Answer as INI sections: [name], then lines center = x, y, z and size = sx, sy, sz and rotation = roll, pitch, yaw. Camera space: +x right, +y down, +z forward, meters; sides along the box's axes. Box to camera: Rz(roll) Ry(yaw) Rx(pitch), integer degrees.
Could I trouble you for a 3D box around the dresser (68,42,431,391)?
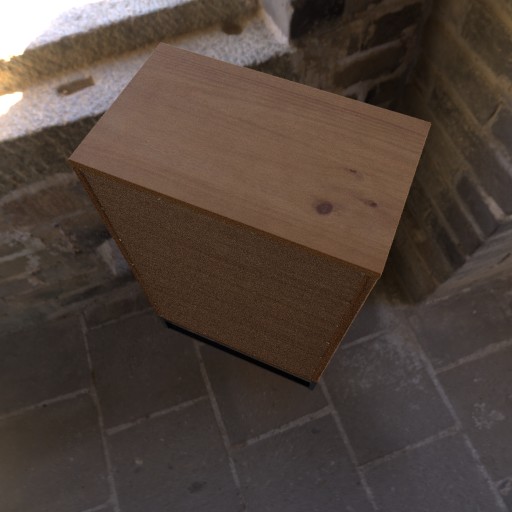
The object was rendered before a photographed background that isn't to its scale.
[dresser]
center = 0.000, 0.000, 1.617
size = 0.761, 1.240, 0.479
rotation = 21, 64, 10
